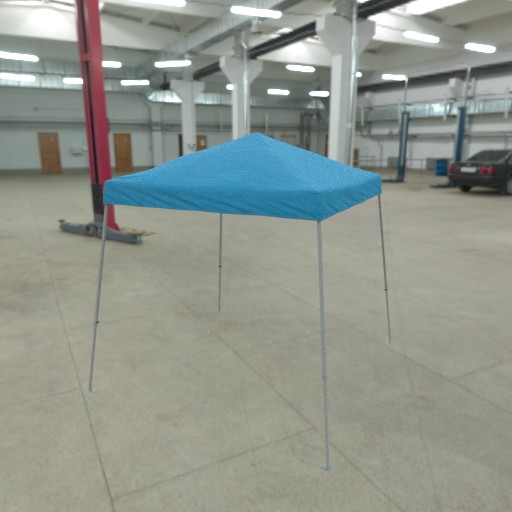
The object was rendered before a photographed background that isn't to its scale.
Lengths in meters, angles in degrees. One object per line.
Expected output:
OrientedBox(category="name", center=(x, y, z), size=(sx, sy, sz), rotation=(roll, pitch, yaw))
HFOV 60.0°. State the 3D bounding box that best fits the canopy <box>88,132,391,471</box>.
OrientedBox(category="canopy", center=(0.000, 0.000, 6.700), size=(3.600, 3.600, 3.599), rotation=(7, 16, 26))
